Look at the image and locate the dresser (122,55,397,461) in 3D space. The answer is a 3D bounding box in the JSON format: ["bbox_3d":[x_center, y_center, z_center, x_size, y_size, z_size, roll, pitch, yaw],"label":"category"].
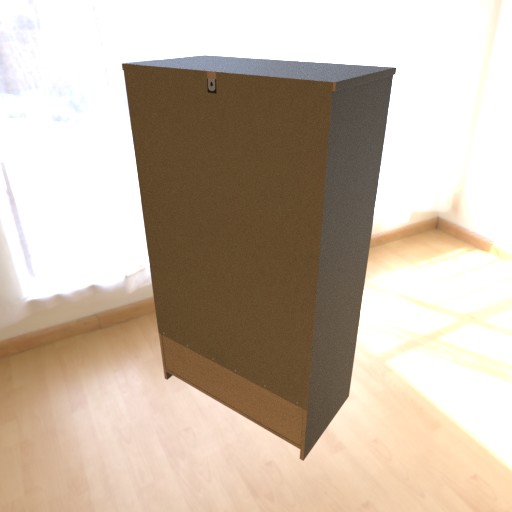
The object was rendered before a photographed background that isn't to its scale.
[{"bbox_3d":[0.000,0.000,1.578,0.704,1.255,0.399,19,34,31],"label":"dresser"}]
